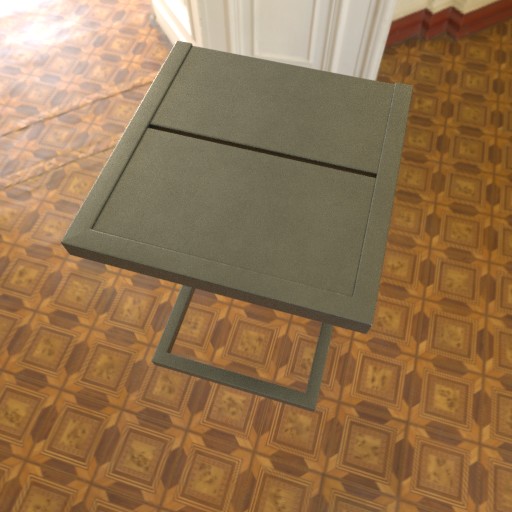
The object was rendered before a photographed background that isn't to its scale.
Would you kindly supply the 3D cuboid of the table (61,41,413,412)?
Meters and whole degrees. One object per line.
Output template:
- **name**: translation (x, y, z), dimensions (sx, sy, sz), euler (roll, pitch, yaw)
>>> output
- **table**: translation (0.000, 0.000, 0.907), dimensions (0.405, 0.609, 0.420), euler (14, 62, 8)
